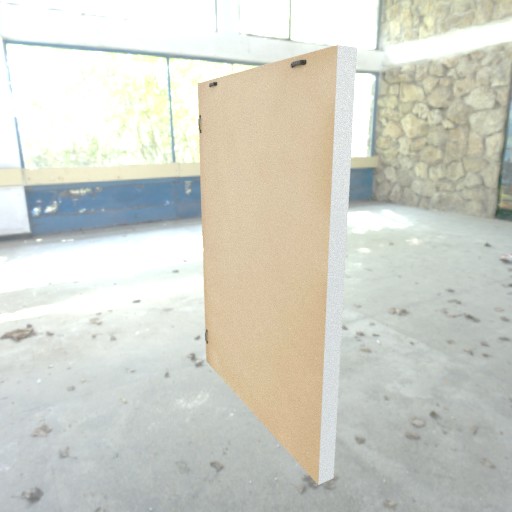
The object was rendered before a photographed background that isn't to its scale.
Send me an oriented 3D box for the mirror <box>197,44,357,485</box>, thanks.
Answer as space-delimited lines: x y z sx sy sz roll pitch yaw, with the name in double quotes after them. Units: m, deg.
0.000 0.000 0.907 0.039 0.710 0.507 -8 17 -28 "mirror"
